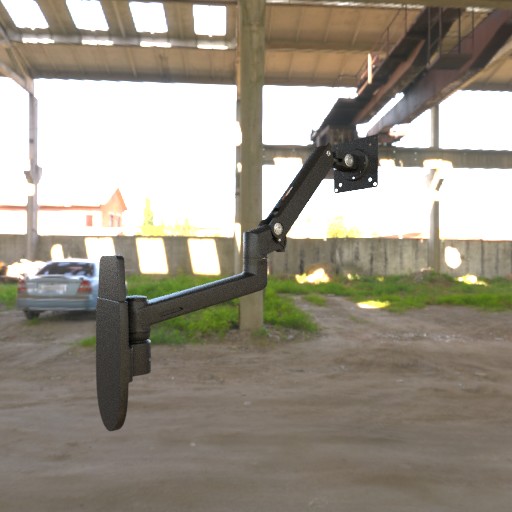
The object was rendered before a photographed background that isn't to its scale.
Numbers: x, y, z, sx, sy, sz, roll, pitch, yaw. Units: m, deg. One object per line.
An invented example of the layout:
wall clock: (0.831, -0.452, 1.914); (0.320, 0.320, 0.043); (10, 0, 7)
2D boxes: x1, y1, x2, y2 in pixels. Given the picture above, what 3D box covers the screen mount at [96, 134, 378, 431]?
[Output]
screen mount: (0.000, 0.000, 0.741); (0.495, 0.466, 0.115); (0, 0, -37)
